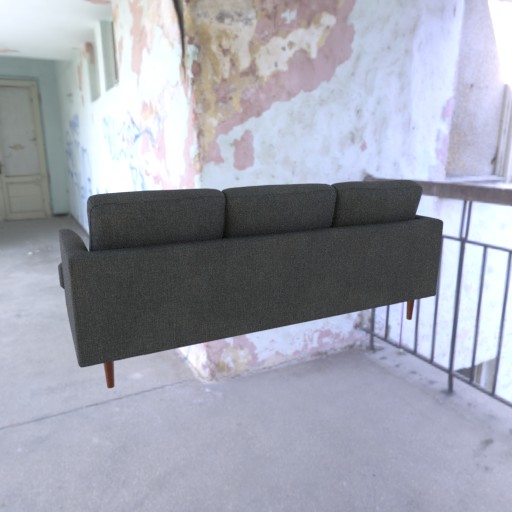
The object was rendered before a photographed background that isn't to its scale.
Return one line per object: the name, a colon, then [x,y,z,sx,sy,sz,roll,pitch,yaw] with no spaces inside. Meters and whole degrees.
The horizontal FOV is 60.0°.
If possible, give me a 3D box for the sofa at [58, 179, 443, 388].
sofa: [0.000,0.000,2.772,2.246,0.930,0.903,-7,16,-25]
